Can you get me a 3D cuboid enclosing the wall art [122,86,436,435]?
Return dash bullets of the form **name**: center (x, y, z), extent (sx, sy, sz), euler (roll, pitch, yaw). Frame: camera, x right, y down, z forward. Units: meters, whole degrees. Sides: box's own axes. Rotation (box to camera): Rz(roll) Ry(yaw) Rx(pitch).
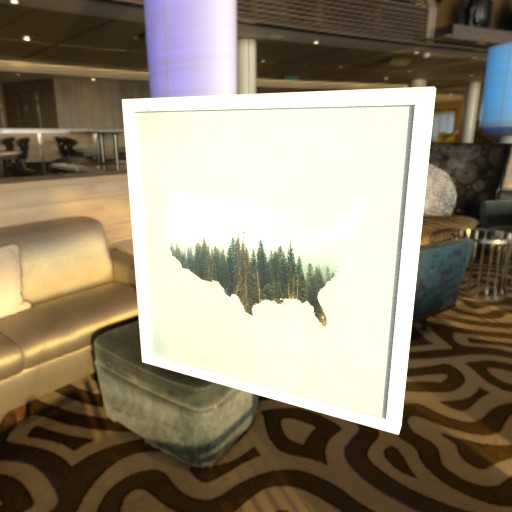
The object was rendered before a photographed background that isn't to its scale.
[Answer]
- **wall art**: center (0.000, 0.000, 1.110), extent (0.762, 0.762, 0.038), euler (8, 17, 25)
